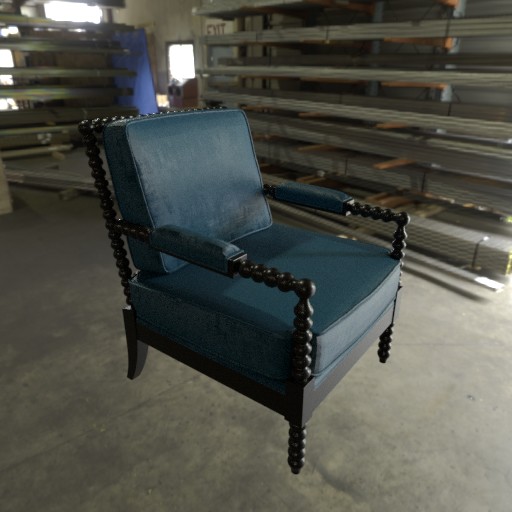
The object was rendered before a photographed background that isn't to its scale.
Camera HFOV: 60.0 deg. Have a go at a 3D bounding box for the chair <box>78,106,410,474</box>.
[{"bbox_3d":[0.000,0.000,1.424,0.805,0.857,0.688,17,28,33],"label":"chair"}]
